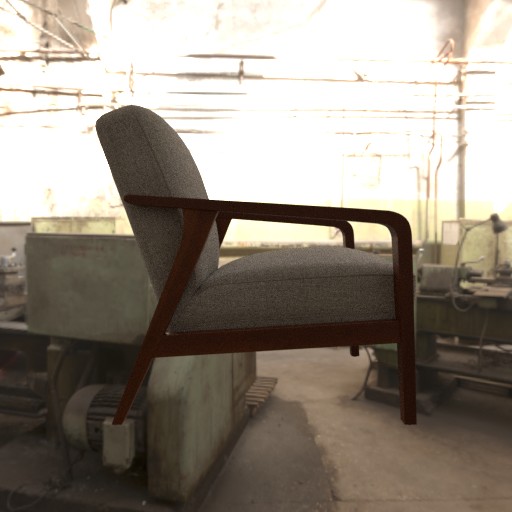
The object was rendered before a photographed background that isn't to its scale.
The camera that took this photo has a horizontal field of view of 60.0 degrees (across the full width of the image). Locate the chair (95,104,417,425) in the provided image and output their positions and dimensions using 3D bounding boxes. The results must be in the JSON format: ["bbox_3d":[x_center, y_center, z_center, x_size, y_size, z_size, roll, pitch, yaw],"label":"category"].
[{"bbox_3d":[0.000,0.000,1.455,0.858,0.847,0.704,0,3,0],"label":"chair"}]
